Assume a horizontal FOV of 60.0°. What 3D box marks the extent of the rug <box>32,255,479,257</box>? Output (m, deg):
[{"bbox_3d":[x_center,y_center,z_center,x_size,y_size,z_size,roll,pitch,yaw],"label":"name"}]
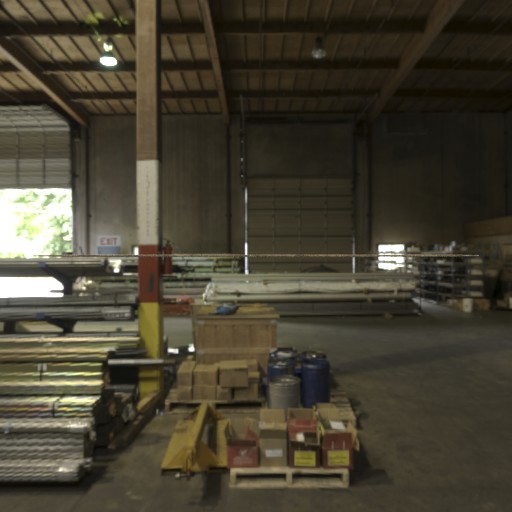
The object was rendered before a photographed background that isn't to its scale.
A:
[{"bbox_3d":[0.000,0.000,2.985,2.664,0.011,0.762,0,0,0],"label":"rug"}]
